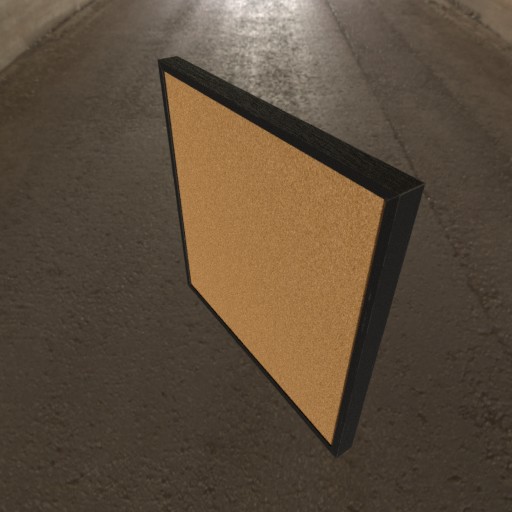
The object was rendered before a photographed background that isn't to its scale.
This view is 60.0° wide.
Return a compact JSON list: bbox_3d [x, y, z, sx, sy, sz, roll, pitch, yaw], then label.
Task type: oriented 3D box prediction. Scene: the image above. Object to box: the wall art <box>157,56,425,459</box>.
[{"bbox_3d":[0.000,0.000,0.732,0.036,0.506,0.506,-24,46,-26],"label":"wall art"}]
